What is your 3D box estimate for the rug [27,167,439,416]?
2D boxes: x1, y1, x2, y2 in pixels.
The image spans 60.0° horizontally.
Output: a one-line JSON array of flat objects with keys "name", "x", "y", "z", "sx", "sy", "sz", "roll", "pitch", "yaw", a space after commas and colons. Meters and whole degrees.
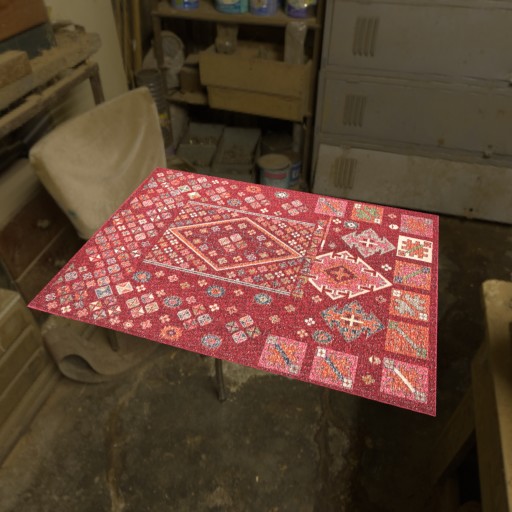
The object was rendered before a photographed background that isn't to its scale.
[{"name": "rug", "x": 0.000, "y": 0.000, "z": 2.791, "sx": 2.184, "sy": 0.007, "sz": 1.579, "roll": 12, "pitch": 43, "yaw": 13}]
